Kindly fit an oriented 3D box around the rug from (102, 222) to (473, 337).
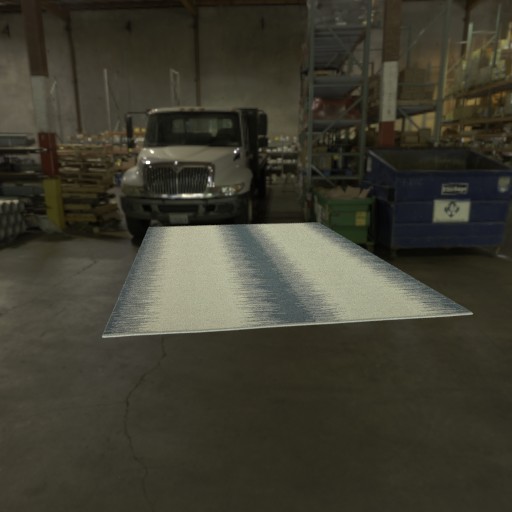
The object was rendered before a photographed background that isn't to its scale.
[{"bbox_3d":[0.000,0.000,2.318,1.234,0.006,1.854,-2,14,-9],"label":"rug"}]
